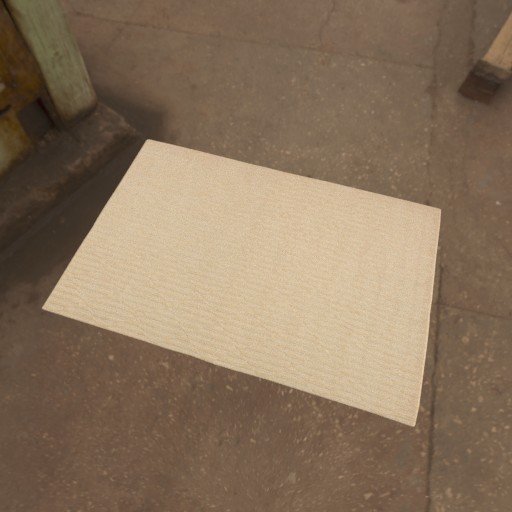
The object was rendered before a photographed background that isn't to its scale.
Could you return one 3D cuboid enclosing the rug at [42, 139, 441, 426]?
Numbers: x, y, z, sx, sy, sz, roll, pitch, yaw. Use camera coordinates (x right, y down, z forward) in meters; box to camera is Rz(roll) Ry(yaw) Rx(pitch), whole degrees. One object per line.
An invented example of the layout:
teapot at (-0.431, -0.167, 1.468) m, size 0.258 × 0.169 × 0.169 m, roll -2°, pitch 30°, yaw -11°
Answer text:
rug at (0.000, 0.000, 2.364) m, size 1.848 × 0.014 × 1.238 m, roll 15°, pitch 60°, yaw 9°
